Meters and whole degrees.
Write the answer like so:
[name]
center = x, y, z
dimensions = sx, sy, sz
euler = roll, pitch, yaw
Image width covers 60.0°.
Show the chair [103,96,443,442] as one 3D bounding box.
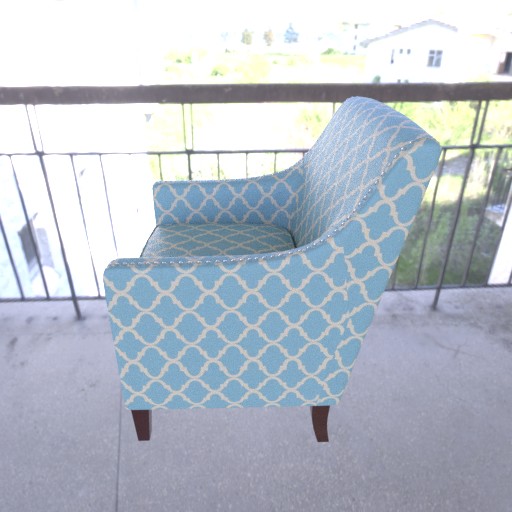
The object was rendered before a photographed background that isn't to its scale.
[chair]
center = 0.000, 0.000, 1.263
dimensions = 0.686, 0.817, 0.617
euler = -1, 27, -1
